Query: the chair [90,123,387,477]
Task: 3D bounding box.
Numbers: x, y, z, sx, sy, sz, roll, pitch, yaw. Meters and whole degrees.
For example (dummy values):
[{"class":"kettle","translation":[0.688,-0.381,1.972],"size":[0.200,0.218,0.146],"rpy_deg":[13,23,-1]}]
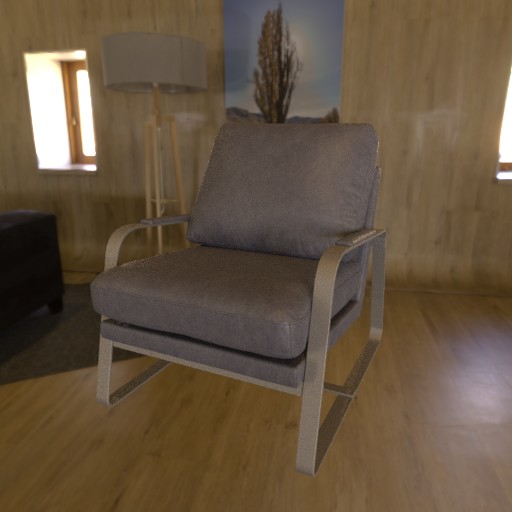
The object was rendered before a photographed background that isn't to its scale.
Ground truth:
[{"class":"chair","translation":[0.000,0.000,1.432],"size":[0.692,0.839,0.878],"rpy_deg":[8,17,25]}]
